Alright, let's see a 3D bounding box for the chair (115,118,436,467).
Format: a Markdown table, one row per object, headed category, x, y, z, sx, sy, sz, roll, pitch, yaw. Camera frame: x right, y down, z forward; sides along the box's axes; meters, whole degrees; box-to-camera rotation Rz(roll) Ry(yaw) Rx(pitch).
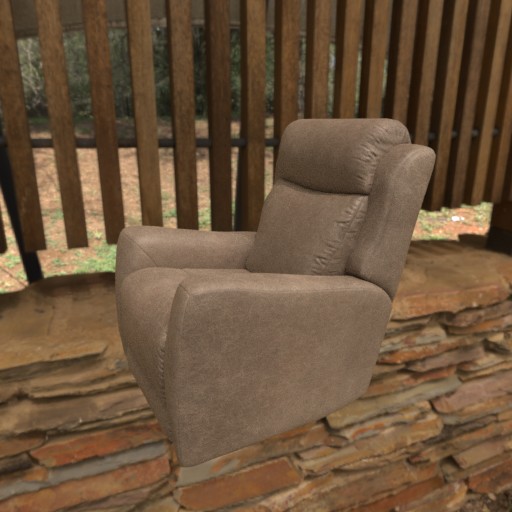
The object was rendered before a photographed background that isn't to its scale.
| category | x | y | z | sx | sy | sz | roll | pitch | yaw |
| --- | --- | --- | --- | --- | --- | --- | --- | --- | --- |
| chair | 0.000 | 0.000 | 1.883 | 1.068 | 1.116 | 0.967 | -9 | 19 | -26 |
